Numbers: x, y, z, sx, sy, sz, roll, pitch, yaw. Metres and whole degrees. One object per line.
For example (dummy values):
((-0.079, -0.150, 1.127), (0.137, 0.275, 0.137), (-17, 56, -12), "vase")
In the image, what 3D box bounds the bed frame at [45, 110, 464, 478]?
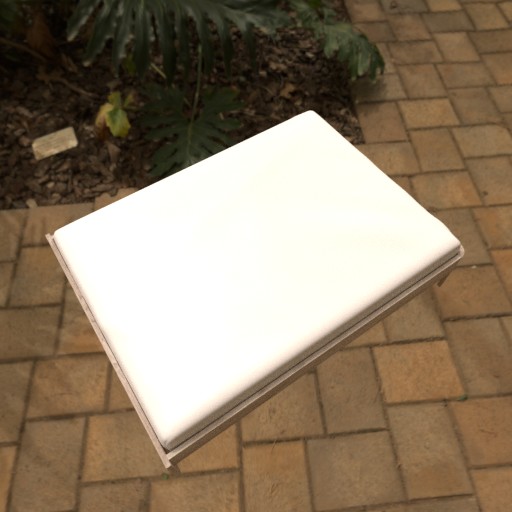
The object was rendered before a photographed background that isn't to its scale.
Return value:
((0.000, 0.000, 2.640), (1.950, 0.462, 1.490), (-30, 62, -18), "bed frame")
